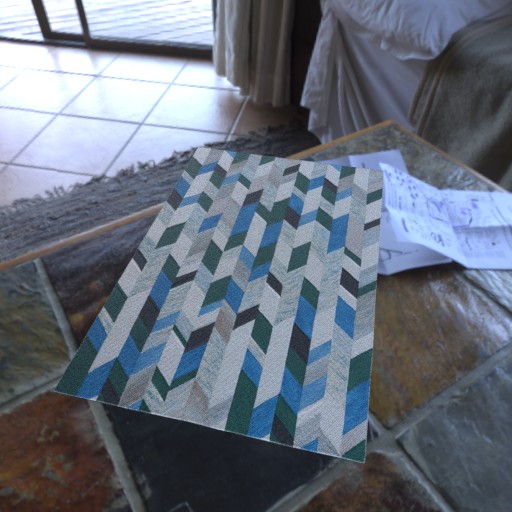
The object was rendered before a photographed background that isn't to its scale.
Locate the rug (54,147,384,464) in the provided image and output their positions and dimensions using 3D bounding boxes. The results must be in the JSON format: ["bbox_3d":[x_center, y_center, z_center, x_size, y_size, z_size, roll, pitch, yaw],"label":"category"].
[{"bbox_3d":[0.000,0.000,2.274,1.229,0.005,1.827,10,46,9],"label":"rug"}]
